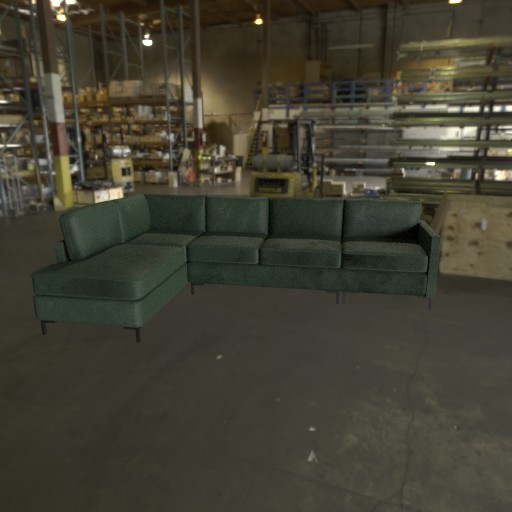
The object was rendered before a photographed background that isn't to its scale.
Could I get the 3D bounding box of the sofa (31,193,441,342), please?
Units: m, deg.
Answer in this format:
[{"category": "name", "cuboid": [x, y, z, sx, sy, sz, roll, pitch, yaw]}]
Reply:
[{"category": "sofa", "cuboid": [0.000, 0.000, 4.268, 3.384, 0.996, 2.048, 3, 15, 10]}]
